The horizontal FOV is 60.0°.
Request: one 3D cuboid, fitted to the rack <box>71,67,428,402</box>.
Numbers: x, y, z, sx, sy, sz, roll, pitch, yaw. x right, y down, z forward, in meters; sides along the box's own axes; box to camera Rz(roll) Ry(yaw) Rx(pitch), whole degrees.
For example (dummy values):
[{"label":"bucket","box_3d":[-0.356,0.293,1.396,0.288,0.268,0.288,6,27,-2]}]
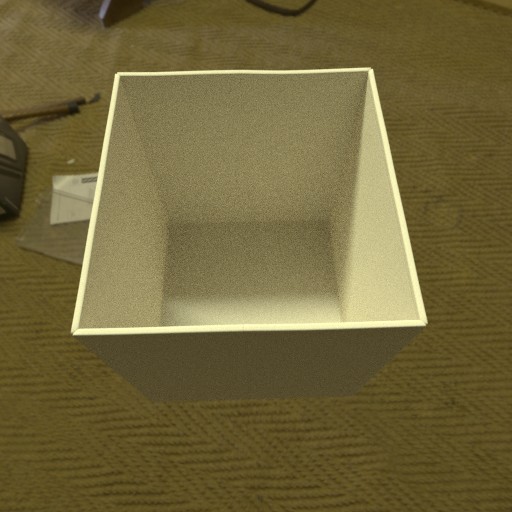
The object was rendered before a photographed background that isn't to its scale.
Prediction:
[{"label":"rack","box_3d":[0.000,0.000,0.495,0.270,0.280,0.270,-1,62,-1]}]
